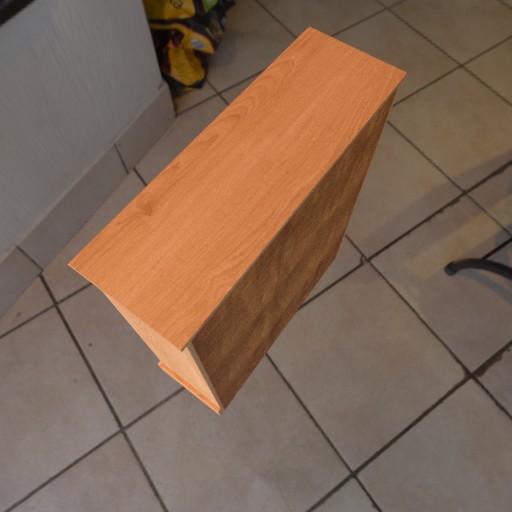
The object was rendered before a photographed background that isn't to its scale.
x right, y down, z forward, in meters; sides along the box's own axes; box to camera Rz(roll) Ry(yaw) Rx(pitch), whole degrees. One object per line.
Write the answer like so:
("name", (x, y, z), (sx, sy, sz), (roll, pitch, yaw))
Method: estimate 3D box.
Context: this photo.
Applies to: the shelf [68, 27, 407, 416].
("shelf", (0.000, 0.000, 1.400), (0.291, 0.980, 0.840), (33, 68, 15))
